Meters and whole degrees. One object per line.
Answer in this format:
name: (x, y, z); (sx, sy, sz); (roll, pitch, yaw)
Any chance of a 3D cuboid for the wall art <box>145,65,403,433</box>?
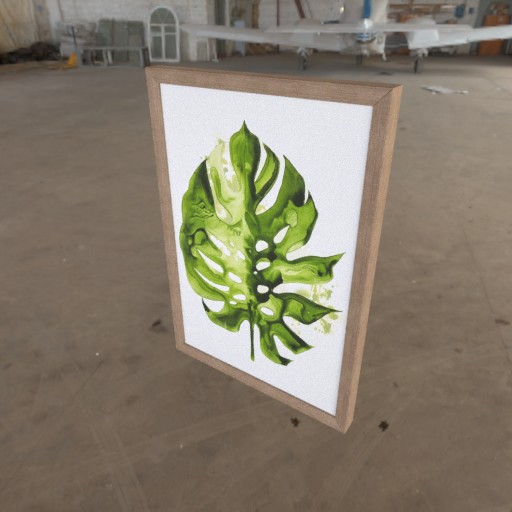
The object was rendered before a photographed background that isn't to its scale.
wall art: (0.000, 0.000, 0.667); (0.356, 0.509, 0.031); (18, 33, 30)
